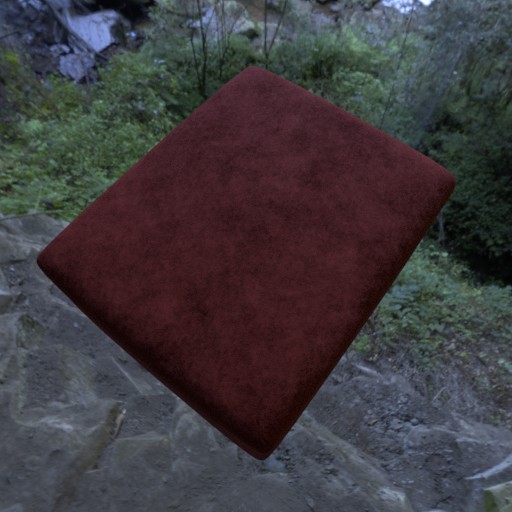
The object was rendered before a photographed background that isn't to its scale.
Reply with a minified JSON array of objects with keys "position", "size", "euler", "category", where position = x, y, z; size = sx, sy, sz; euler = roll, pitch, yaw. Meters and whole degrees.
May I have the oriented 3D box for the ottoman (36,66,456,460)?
[{"position":[0.000,0.000,1.169],"size":[0.650,0.462,0.782],"euler":[35,69,16],"category":"ottoman"}]
